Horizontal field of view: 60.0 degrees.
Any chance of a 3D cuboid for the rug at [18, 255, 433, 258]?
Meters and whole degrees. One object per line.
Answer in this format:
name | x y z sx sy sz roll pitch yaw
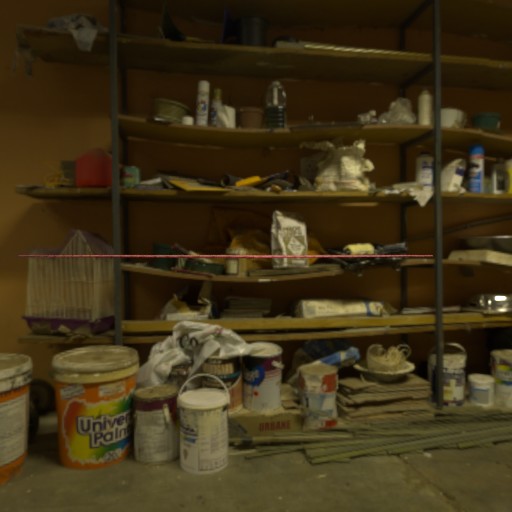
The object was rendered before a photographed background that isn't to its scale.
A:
rug | 0.000 0.000 2.798 1.579 0.007 2.184 0 0 36
